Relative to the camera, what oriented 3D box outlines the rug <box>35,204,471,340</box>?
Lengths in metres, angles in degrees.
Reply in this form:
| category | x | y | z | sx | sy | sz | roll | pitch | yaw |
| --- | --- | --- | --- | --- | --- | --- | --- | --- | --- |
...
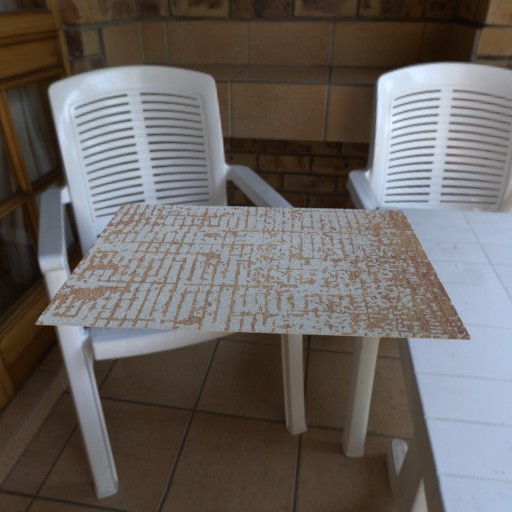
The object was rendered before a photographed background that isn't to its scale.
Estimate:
| category | x | y | z | sx | sy | sz | roll | pitch | yaw |
| --- | --- | --- | --- | --- | --- | --- | --- | --- | --- |
| rug | 0.000 | 0.000 | 2.369 | 1.829 | 0.011 | 1.219 | 2 | 31 | 3 |
